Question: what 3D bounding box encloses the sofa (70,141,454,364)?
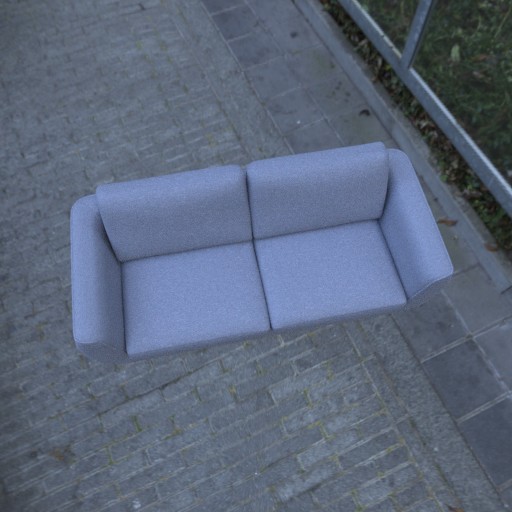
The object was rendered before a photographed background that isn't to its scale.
[{"bbox_3d":[0.000,0.000,2.633,2.000,0.870,0.920,-10,64,-5],"label":"sofa"}]
